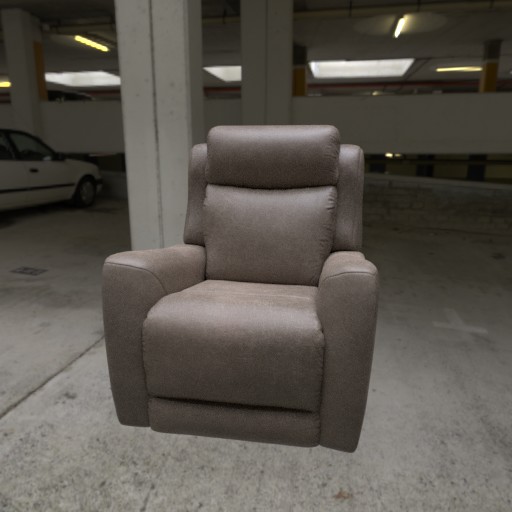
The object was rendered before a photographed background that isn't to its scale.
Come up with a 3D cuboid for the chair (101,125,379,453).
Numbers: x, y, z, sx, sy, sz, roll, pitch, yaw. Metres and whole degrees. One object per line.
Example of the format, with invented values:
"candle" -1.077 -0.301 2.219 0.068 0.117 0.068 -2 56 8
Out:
"chair" 0.000 0.000 1.912 0.967 1.116 1.068 3 14 11
